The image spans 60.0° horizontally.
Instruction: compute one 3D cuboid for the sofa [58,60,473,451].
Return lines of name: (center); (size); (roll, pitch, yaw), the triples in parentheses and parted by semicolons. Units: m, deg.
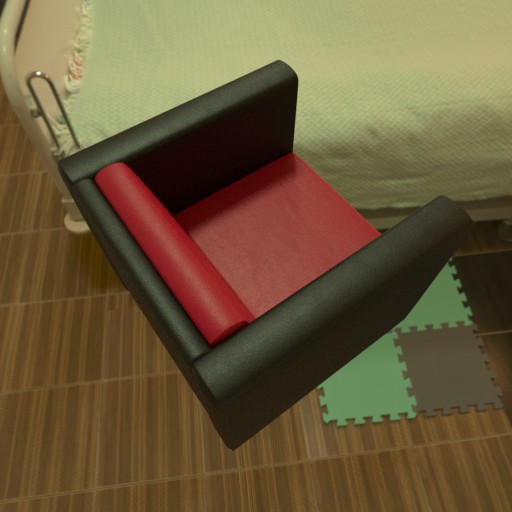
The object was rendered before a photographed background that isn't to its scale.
sofa: (0.000, 0.000, 1.476); (0.809, 0.724, 0.839); (-32, 64, -18)
